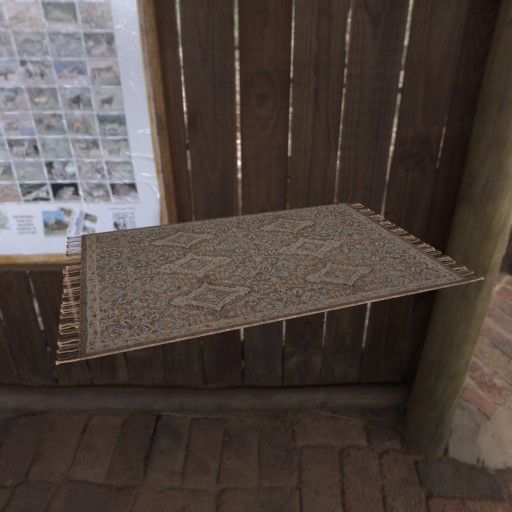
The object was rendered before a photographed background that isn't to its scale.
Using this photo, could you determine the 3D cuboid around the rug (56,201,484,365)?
[{"bbox_3d":[0.000,0.000,2.998,2.434,0.010,1.516,-9,27,-17],"label":"rug"}]
